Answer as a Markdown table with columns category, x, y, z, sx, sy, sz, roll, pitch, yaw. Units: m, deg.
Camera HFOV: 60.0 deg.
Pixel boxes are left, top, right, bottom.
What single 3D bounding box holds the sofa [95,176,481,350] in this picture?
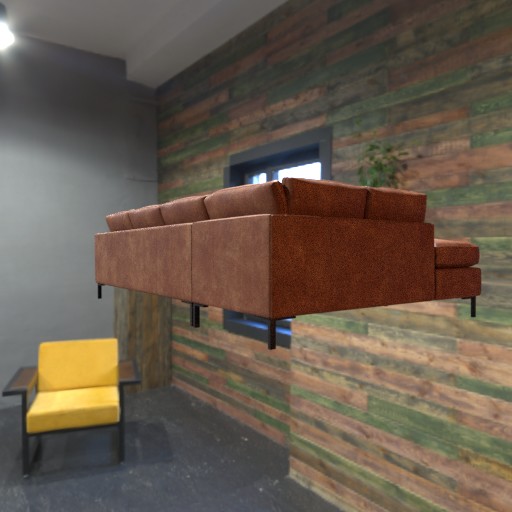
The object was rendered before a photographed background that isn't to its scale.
| category | x | y | z | sx | sy | sz | roll | pitch | yaw |
| --- | --- | --- | --- | --- | --- | --- | --- | --- | --- |
| sofa | 0.000 | 0.000 | 3.877 | 1.938 | 0.877 | 2.984 | 0 | 1 | -36 |
